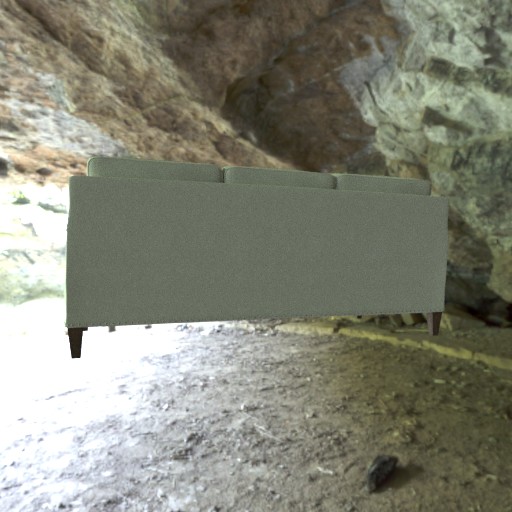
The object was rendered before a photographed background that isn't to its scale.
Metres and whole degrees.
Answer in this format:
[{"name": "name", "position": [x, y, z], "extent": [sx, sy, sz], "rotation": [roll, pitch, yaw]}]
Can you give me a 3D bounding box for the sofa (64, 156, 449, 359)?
[{"name": "sofa", "position": [0.000, 0.000, 2.866], "extent": [2.246, 1.003, 1.084], "rotation": [0, -1, -19]}]
